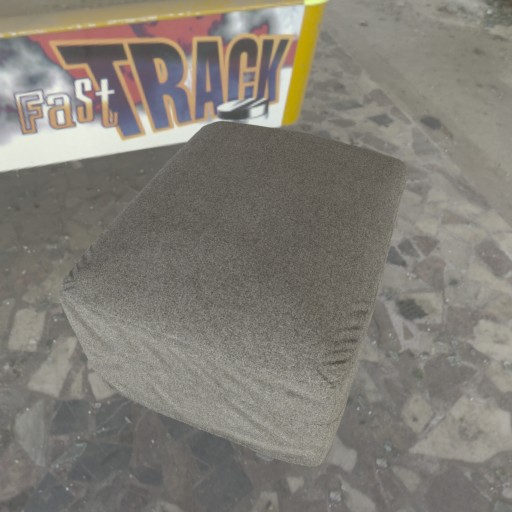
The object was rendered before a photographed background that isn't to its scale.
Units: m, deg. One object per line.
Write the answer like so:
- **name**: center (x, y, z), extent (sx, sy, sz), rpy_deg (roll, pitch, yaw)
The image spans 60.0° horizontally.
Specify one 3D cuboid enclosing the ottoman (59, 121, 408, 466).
- **ottoman**: center (0.000, 0.000, 1.243), extent (0.683, 0.481, 0.837), rpy_deg (16, 48, 15)
